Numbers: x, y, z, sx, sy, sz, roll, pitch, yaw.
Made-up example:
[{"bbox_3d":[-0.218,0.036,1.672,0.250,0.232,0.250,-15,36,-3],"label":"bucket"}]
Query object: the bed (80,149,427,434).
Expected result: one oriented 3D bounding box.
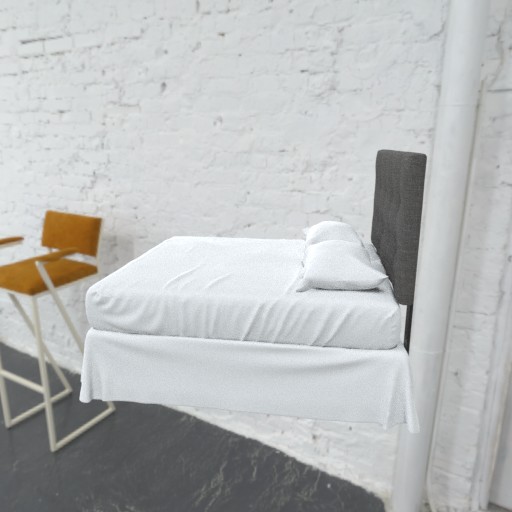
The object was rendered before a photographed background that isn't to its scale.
[{"bbox_3d":[0.000,0.000,3.401,2.222,1.577,1.936,2,14,9],"label":"bed"}]
